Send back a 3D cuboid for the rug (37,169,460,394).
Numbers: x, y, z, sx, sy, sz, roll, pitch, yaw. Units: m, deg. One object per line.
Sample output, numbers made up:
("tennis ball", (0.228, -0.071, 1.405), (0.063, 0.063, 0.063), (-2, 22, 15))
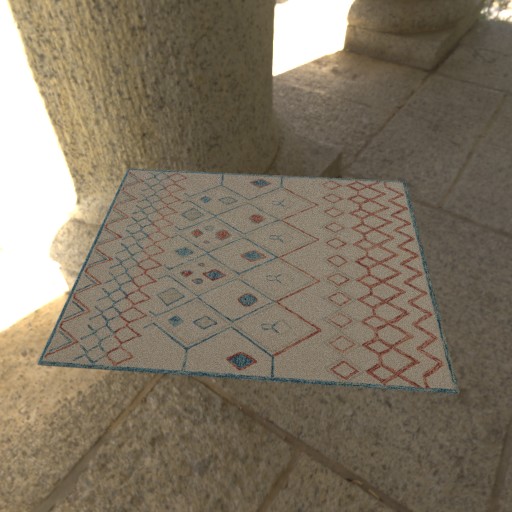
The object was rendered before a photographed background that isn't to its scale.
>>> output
("rug", (0.000, 0.000, 4.017), (3.050, 0.016, 2.441), (3, 47, 3))
